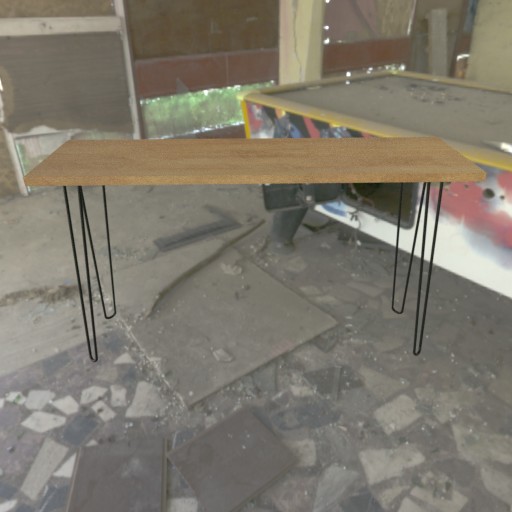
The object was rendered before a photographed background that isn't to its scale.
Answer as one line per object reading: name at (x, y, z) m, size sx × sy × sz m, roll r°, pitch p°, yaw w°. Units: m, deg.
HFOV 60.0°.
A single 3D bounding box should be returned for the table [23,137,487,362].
table at (0.000, 0.000, 1.707) m, size 1.400 × 0.799 × 0.399 m, roll -1°, pitch 30°, yaw -1°
